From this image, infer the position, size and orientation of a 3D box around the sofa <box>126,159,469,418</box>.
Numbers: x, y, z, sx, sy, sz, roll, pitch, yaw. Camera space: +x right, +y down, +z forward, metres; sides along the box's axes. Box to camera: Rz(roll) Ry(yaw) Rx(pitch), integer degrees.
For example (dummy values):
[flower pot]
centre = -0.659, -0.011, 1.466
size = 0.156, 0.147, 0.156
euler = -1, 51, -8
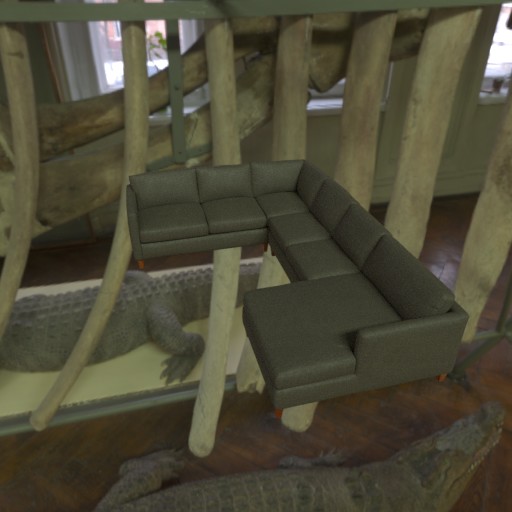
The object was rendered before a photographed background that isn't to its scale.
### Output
[sofa]
centre = 0.000, 0.000, 4.699
size = 2.594, 0.961, 3.460
euler = -8, 32, -13
